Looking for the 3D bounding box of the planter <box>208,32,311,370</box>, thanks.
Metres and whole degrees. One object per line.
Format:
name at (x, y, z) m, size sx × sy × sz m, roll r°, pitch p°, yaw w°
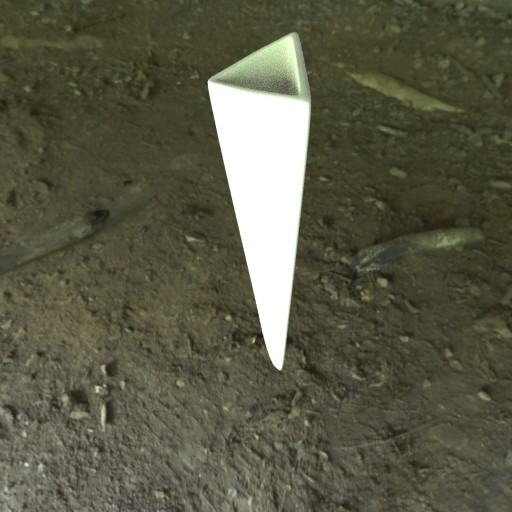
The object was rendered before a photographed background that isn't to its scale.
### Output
planter at (0.000, 0.000, 0.399) m, size 0.065 × 0.338 × 0.143 m, roll 1°, pitch 41°, yaw 1°
